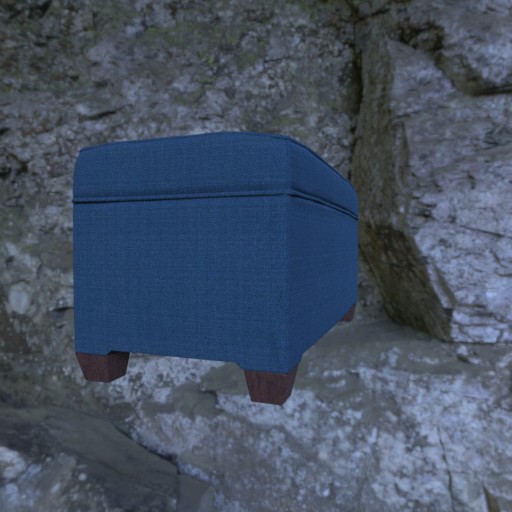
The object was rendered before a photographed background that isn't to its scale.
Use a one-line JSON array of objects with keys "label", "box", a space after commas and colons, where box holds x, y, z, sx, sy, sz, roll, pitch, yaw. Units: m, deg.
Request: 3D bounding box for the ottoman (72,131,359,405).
[{"label": "ottoman", "box": [0.000, 0.000, 1.223, 0.474, 0.474, 0.943, 1, 2, 20]}]
